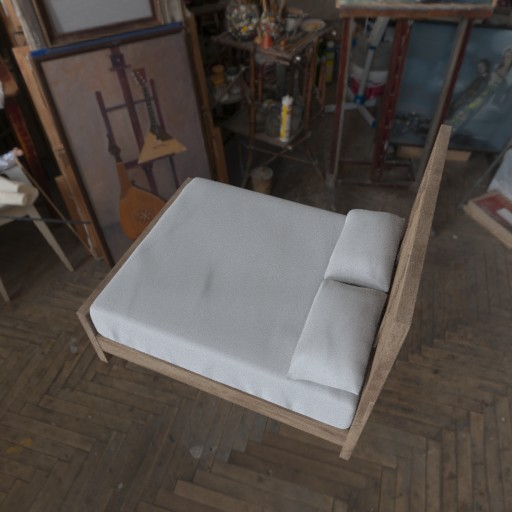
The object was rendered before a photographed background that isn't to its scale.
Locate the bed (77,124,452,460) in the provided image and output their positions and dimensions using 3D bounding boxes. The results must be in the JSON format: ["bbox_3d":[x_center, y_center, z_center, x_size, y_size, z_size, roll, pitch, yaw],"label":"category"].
[{"bbox_3d":[0.000,0.000,3.149,2.017,1.631,1.615,17,50,15],"label":"bed"}]
